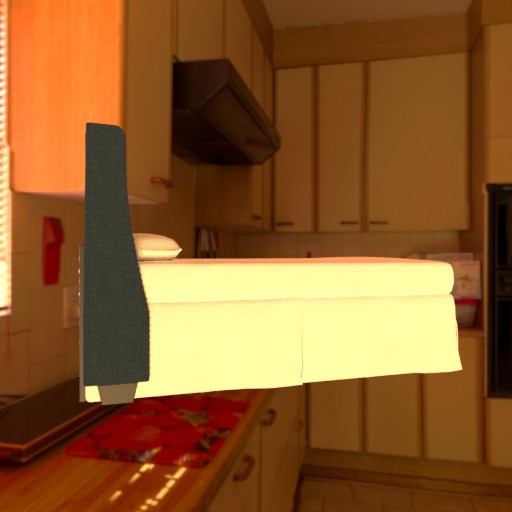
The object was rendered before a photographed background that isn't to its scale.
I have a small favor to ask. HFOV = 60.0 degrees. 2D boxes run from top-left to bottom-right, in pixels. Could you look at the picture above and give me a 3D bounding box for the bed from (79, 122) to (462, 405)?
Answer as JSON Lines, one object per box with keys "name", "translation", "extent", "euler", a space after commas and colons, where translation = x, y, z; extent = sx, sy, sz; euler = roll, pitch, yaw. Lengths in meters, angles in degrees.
{"name": "bed", "translation": [0.000, 0.000, 3.130], "extent": [2.223, 1.402, 1.604], "euler": [0, 0, -17]}
